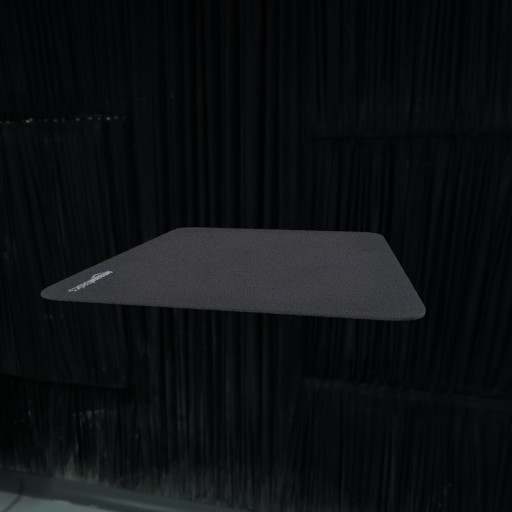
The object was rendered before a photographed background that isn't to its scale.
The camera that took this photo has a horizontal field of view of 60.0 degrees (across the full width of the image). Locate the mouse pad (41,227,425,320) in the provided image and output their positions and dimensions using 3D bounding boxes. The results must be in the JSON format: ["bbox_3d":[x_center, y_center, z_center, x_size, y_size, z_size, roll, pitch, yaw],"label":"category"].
[{"bbox_3d":[0.000,0.000,0.437,0.269,0.002,0.315,2,13,10],"label":"mouse pad"}]
